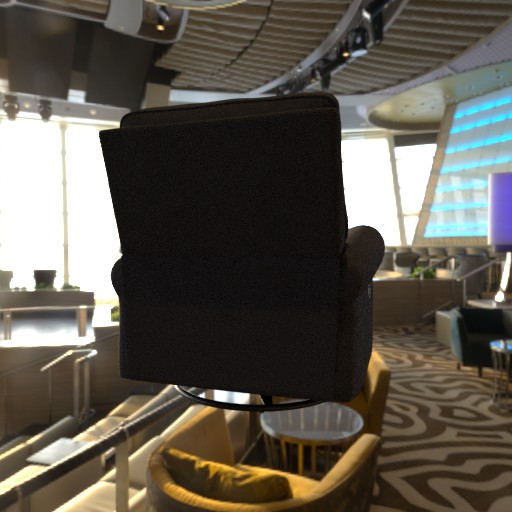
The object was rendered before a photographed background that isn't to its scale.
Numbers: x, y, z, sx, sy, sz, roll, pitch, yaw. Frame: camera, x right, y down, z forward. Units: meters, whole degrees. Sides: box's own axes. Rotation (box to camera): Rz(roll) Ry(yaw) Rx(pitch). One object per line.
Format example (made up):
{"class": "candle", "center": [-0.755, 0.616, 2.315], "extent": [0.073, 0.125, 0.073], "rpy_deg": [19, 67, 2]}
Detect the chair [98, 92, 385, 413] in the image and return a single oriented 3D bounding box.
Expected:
{"class": "chair", "center": [0.000, 0.000, 1.635], "extent": [0.890, 0.961, 0.878], "rpy_deg": [0, 1, 18]}
